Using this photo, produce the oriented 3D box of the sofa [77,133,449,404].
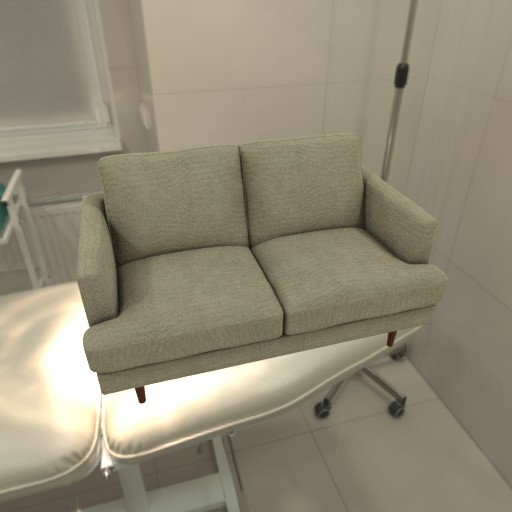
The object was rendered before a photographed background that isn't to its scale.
[{"bbox_3d":[0.000,0.000,2.153,1.582,0.944,0.903,-9,33,-14],"label":"sofa"}]
